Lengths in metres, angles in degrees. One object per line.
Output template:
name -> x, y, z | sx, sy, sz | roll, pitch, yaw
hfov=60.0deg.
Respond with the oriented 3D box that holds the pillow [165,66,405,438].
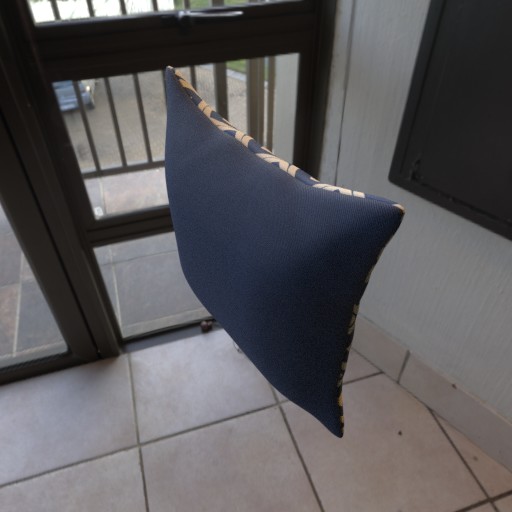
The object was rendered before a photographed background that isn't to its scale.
pillow -> 0.000, 0.000, 0.759 | 0.188, 0.494, 0.504 | -26, 48, -26
